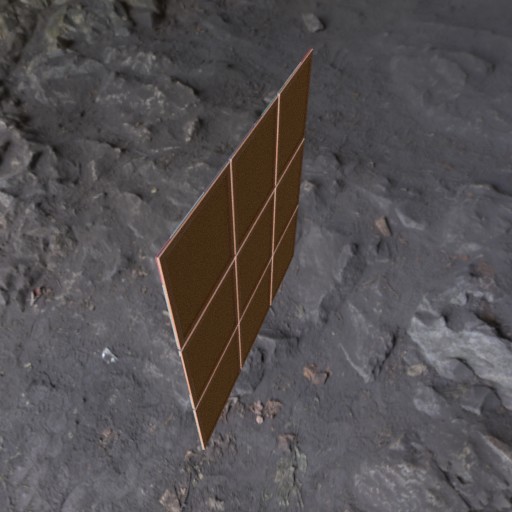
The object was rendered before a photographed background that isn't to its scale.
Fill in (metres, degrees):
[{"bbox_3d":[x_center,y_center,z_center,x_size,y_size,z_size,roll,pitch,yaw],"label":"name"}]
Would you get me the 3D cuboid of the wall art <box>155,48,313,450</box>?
[{"bbox_3d":[0.000,0.000,2.291,0.013,1.519,1.521,16,49,14],"label":"wall art"}]
